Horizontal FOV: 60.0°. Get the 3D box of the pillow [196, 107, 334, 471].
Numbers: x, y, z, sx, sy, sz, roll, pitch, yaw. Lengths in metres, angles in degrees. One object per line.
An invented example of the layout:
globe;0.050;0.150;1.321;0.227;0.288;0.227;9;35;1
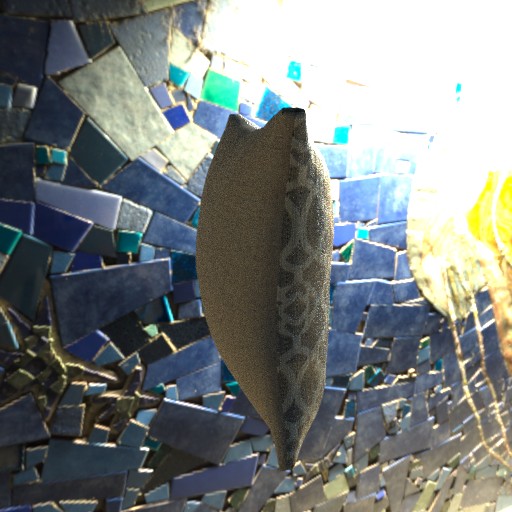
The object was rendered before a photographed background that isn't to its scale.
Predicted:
pillow;0.000;0.000;0.800;0.215;0.498;0.508;-3;17;-10
